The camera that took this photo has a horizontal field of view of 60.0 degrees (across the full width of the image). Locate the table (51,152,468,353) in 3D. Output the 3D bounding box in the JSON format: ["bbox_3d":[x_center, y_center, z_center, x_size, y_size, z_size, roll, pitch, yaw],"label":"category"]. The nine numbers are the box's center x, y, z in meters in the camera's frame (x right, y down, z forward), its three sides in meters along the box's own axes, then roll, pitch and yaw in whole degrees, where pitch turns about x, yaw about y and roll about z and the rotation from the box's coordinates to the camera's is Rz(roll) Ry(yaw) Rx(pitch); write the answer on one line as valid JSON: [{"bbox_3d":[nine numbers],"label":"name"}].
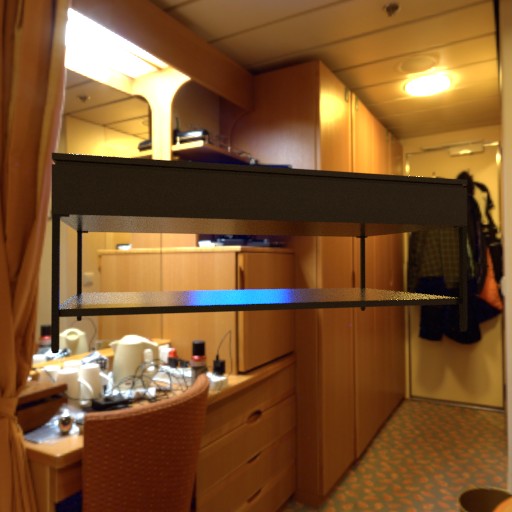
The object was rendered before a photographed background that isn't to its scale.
[{"bbox_3d":[0.000,0.000,1.386,1.095,0.435,0.574,0,-1,-17],"label":"table"}]
